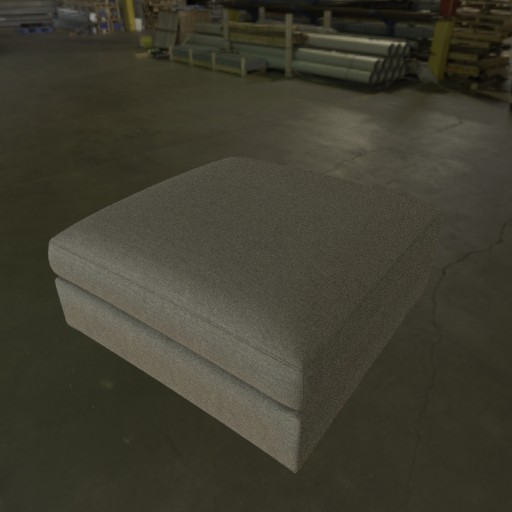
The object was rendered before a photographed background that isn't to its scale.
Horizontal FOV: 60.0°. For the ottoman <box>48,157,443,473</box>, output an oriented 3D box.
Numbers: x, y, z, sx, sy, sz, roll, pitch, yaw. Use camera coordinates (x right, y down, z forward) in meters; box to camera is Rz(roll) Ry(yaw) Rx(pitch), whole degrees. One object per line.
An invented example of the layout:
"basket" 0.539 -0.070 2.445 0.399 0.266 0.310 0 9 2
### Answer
"ottoman" 0.000 0.000 1.636 1.041 0.470 1.041 21 38 30
